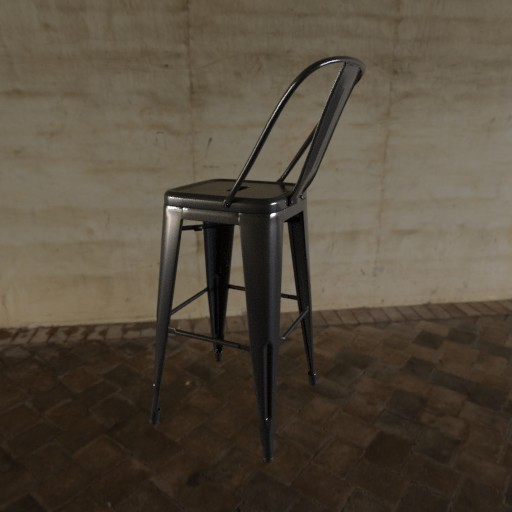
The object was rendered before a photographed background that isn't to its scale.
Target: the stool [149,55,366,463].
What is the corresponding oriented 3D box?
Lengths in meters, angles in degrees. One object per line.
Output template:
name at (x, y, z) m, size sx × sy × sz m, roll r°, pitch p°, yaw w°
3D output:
stool at (0.000, 0.000, 1.277) m, size 0.528 × 1.022 × 0.432 m, roll 8°, pitch 19°, yaw 23°
